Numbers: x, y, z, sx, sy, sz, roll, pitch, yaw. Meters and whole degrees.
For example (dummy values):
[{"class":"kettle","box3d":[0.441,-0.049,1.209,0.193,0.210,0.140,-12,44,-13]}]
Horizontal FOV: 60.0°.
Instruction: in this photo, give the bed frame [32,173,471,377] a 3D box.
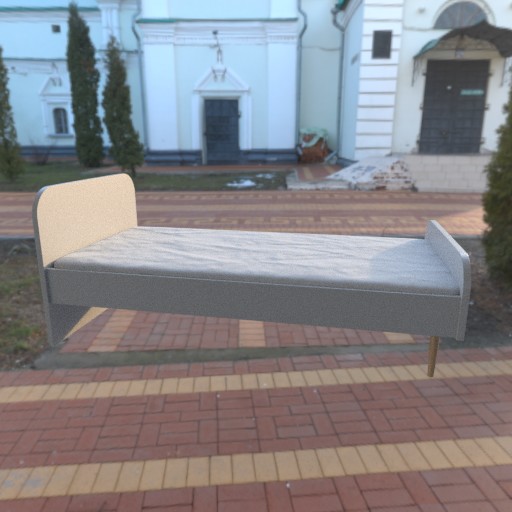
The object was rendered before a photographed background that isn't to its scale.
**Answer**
[{"class":"bed frame","box3d":[0.000,0.000,2.448,1.963,0.805,0.998,3,16,11]}]
